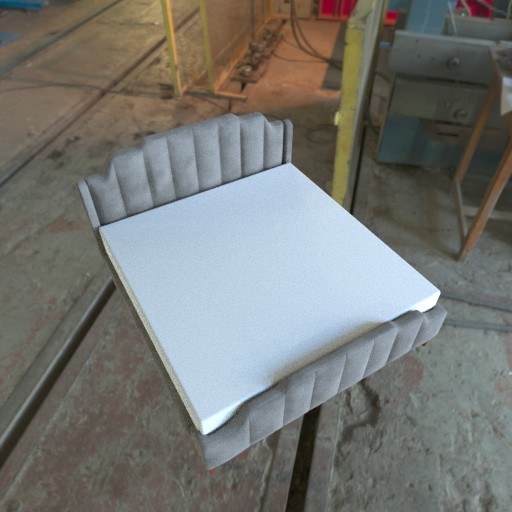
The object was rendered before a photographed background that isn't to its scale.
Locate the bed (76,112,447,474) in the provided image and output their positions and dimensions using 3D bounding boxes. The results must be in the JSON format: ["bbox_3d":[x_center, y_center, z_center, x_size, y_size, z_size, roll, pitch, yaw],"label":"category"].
[{"bbox_3d":[0.000,0.000,3.577,2.074,1.245,2.340,-23,49,-21],"label":"bed"}]
